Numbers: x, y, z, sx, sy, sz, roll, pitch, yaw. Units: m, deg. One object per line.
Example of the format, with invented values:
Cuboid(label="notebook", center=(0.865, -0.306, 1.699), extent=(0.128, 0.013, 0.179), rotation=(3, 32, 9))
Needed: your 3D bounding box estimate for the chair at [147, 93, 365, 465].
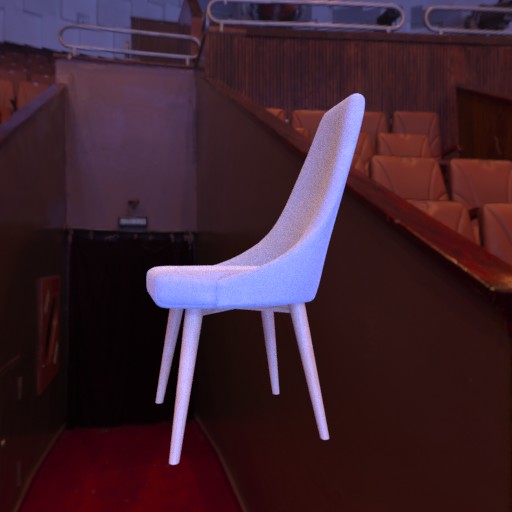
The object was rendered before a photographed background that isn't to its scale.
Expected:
Cuboid(label="chair", center=(0.000, 0.000, 1.410), extent=(0.660, 1.040, 0.510), rotation=(0, 0, -17))
